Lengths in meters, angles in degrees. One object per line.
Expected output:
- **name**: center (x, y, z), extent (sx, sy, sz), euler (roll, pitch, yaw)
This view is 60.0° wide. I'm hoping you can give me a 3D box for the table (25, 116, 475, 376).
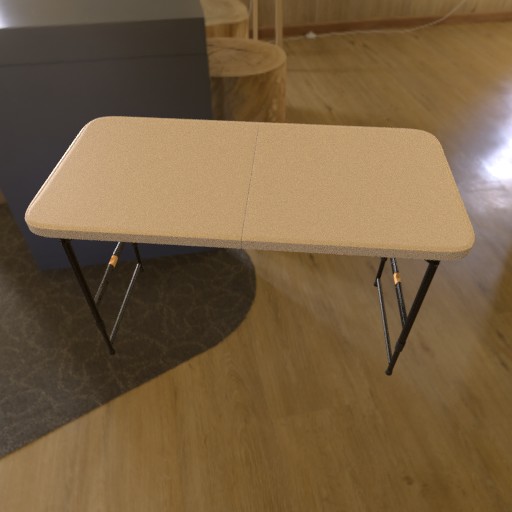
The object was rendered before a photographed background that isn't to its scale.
- **table**: center (0.000, 0.000, 1.618), extent (1.245, 0.737, 0.611), euler (3, 46, 3)
